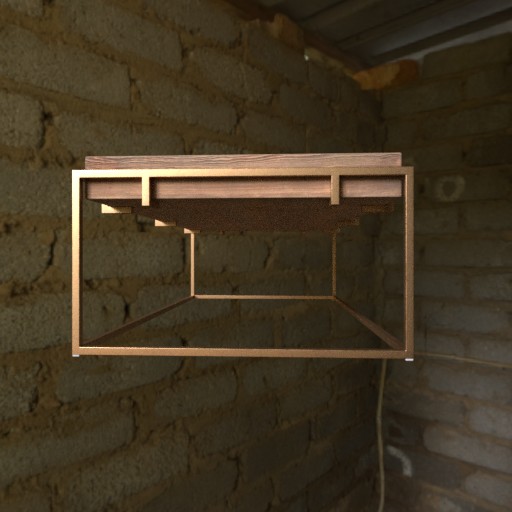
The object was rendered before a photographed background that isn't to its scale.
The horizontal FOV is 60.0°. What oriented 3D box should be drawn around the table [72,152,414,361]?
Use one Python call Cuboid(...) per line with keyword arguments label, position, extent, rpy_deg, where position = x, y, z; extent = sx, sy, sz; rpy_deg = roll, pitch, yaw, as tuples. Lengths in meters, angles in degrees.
Cuboid(label="table", position=(0.000, 0.000, 1.693), extent=(0.775, 0.468, 1.387), rpy_deg=(0, 0, 3))
